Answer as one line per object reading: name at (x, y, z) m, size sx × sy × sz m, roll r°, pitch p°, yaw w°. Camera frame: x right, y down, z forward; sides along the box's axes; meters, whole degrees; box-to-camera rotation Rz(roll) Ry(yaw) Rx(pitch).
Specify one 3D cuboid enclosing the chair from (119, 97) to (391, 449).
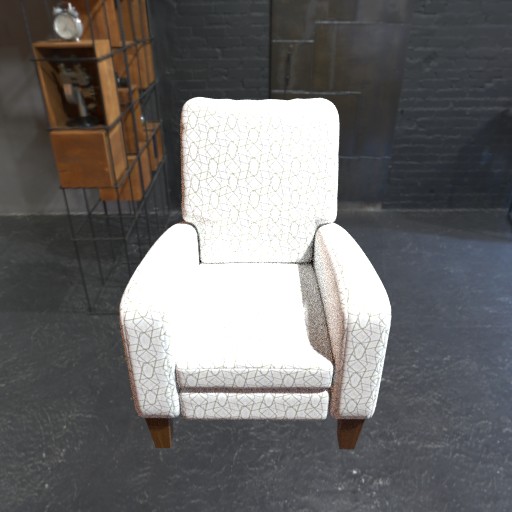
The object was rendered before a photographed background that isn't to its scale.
chair at (0.000, 0.000, 1.722) m, size 0.796 × 1.064 × 0.995 m, roll 0°, pitch 29°, yaw 0°
